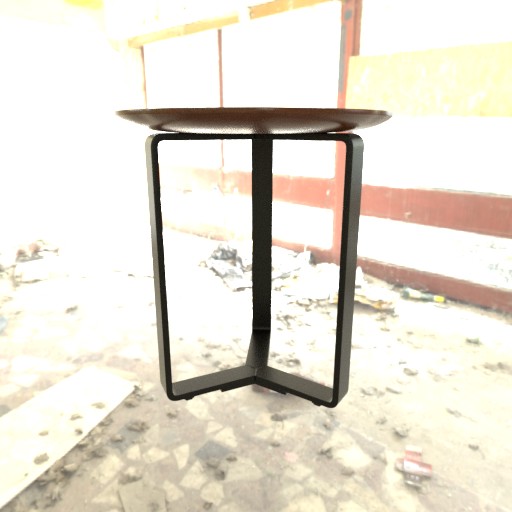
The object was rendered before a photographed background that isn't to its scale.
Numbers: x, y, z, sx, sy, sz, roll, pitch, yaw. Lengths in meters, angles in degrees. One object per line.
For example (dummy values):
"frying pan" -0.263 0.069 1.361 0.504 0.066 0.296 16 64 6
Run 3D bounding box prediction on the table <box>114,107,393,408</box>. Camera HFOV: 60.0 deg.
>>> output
"table" 0.000 0.000 0.731 0.410 0.450 0.380 -8 18 -25
